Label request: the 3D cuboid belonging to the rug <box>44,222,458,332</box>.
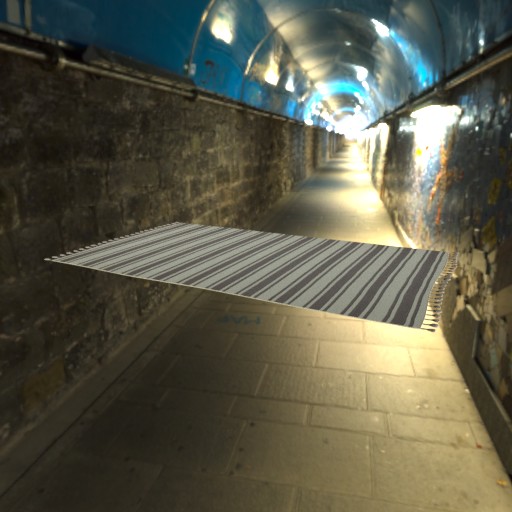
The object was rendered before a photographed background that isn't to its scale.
[{"bbox_3d":[0.000,0.000,2.564,2.096,0.011,1.229,8,17,26],"label":"rug"}]
